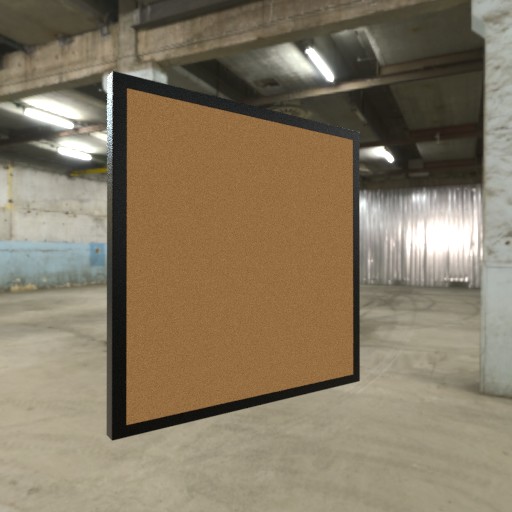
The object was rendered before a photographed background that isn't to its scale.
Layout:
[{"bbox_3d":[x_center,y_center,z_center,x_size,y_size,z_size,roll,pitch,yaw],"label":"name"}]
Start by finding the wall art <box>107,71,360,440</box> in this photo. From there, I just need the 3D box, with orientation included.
[{"bbox_3d":[0.000,0.000,1.146,0.755,0.761,0.038,0,0,-36],"label":"wall art"}]
